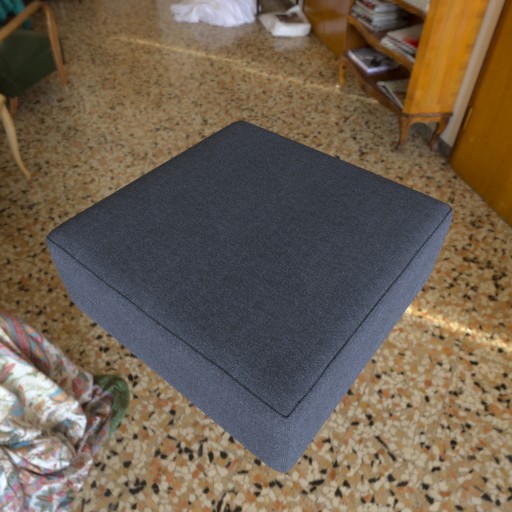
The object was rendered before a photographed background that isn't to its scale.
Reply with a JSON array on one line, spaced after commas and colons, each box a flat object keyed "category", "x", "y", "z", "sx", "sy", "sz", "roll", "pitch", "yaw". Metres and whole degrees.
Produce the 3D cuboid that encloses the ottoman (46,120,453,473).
[{"category": "ottoman", "x": 0.000, "y": 0.000, "z": 1.584, "sx": 1.000, "sy": 0.439, "sz": 1.000, "roll": 30, "pitch": 52, "yaw": 26}]
